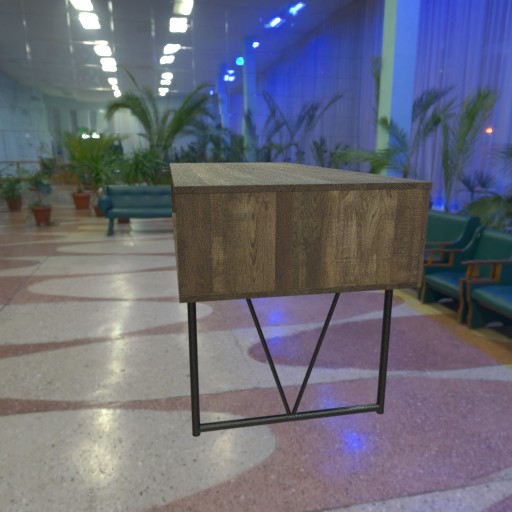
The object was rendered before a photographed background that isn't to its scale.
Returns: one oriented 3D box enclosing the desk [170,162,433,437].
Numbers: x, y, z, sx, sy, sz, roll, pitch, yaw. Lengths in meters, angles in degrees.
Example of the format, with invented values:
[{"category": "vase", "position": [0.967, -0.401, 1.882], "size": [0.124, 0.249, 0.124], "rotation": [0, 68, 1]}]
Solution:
[{"category": "desk", "position": [0.000, 0.000, 2.027], "size": [0.730, 0.780, 1.600], "rotation": [-3, 14, -11]}]
